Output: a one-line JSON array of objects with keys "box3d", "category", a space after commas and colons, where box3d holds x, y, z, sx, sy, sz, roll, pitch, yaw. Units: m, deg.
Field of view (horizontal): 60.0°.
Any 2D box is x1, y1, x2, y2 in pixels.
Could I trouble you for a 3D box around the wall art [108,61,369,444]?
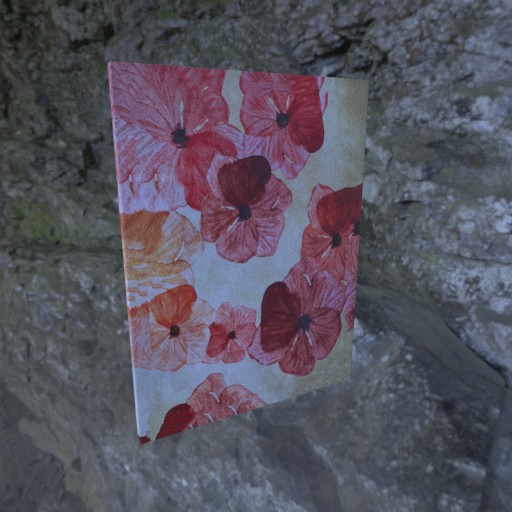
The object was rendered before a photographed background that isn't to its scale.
[{"box3d": [0.000, 0.000, 1.318, 0.762, 1.015, 0.031, -8, 17, -27], "category": "wall art"}]
